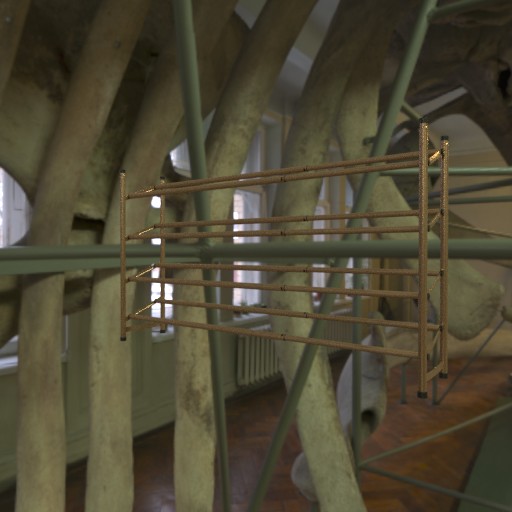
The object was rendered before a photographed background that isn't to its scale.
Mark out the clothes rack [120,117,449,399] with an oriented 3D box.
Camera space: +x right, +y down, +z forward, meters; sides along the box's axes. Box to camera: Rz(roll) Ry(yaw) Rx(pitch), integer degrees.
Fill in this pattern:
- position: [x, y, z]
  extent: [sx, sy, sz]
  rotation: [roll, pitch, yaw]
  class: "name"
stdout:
- position: [0.000, 0.000, 1.486]
  extent: [1.168, 0.672, 0.229]
  rotation: [0, 1, 36]
  class: "clothes rack"
